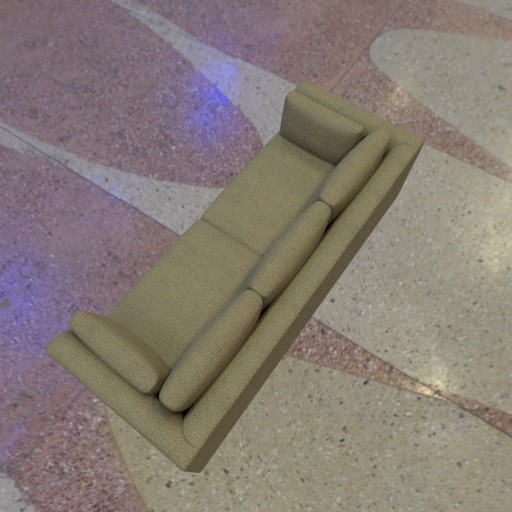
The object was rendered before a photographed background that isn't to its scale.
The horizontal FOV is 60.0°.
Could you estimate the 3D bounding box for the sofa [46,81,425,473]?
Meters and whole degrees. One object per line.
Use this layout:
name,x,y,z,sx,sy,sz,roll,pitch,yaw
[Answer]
sofa,0.000,0.000,2.856,0.969,0.867,2.415,33,68,15
